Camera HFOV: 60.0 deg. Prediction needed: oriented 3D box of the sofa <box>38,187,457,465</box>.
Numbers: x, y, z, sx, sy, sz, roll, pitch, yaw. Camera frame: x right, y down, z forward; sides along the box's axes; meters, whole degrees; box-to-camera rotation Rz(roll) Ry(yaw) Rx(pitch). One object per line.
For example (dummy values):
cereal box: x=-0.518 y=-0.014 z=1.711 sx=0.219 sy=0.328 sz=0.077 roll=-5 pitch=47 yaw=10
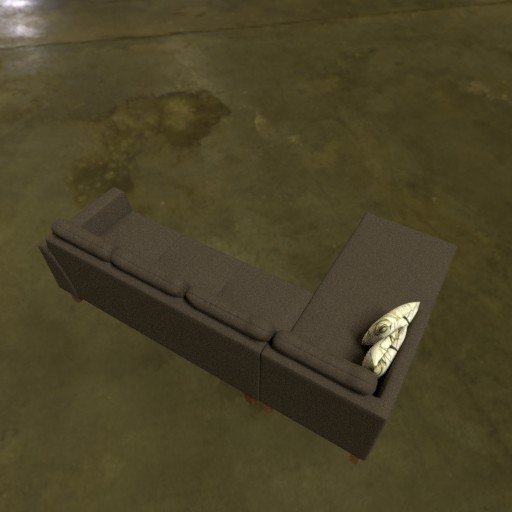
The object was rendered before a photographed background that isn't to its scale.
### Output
sofa: x=0.000 y=0.000 z=3.489 sx=2.679 sy=0.932 sz=1.829 roll=24 pitch=52 yaw=21
